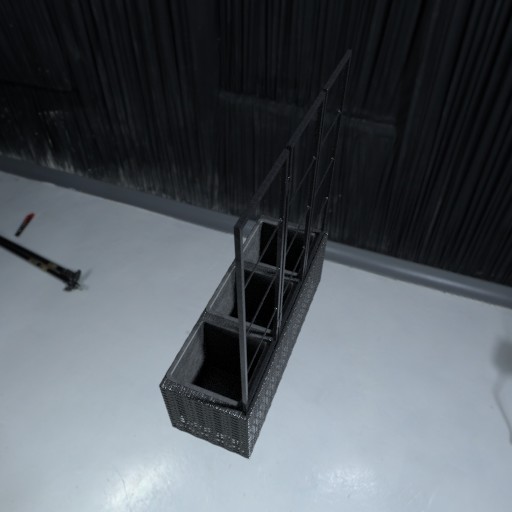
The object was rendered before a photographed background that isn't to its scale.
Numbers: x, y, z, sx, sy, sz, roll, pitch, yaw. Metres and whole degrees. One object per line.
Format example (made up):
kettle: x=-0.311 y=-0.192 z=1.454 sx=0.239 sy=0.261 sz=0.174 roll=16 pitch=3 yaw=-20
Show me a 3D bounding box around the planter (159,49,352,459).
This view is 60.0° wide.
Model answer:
planter: x=0.000 y=0.000 z=1.161 sx=0.244 sy=0.841 sz=0.698 roll=16 pitch=49 yaw=15
